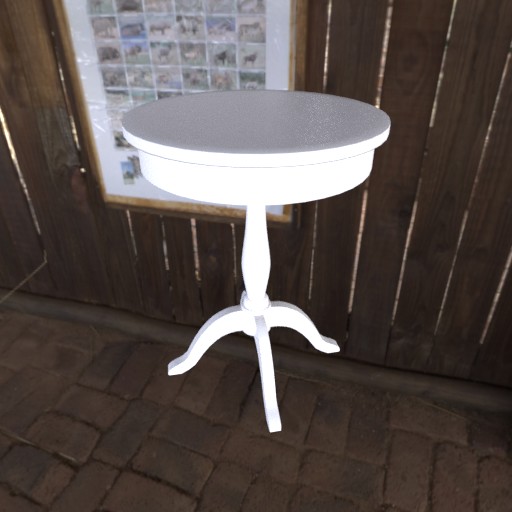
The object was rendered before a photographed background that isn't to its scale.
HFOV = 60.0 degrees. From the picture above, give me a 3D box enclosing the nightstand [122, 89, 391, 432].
[{"bbox_3d":[0.000,0.000,1.038,0.513,0.653,0.513,-1,31,-2],"label":"nightstand"}]
